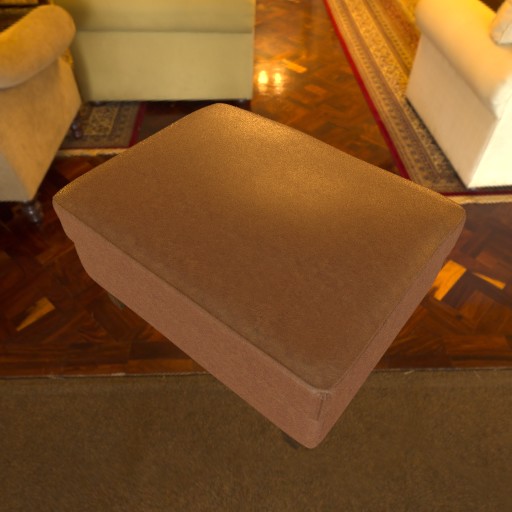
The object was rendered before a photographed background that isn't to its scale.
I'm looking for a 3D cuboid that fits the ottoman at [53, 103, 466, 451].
[{"bbox_3d":[0.000,0.000,1.232,0.851,0.485,0.650,31,55,25],"label":"ottoman"}]
